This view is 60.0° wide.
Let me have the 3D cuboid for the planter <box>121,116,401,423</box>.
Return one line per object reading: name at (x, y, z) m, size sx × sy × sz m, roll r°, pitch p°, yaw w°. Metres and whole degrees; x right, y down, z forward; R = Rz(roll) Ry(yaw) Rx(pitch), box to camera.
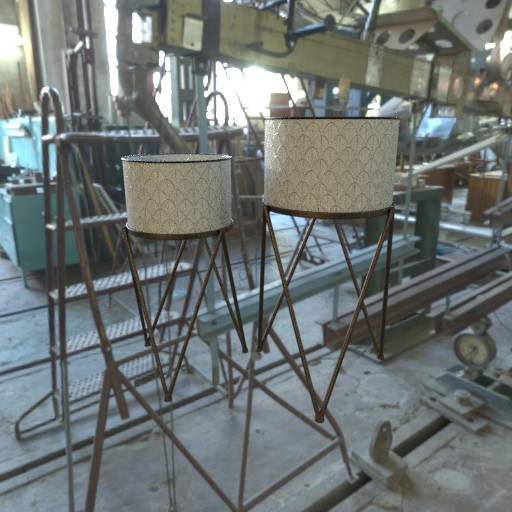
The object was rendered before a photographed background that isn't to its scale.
planter at (0.000, 0.000, 1.195) m, size 0.769 × 0.712 × 0.413 m, roll 2°, pitch 17°, yaw 7°
